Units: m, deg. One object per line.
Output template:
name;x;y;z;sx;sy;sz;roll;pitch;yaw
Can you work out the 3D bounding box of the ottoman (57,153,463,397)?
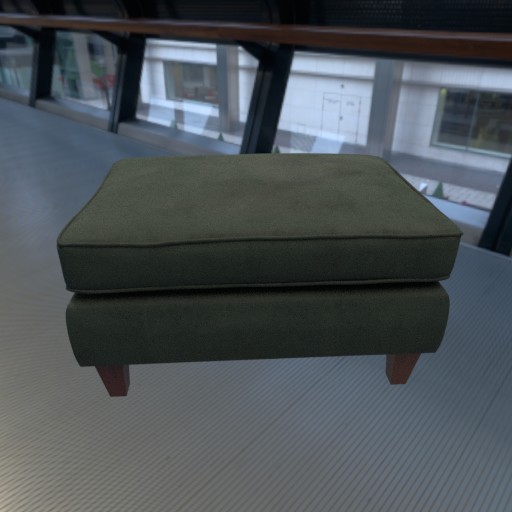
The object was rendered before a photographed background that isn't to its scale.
ottoman;0.000;0.000;1.254;0.864;0.495;0.632;-2;28;-3
